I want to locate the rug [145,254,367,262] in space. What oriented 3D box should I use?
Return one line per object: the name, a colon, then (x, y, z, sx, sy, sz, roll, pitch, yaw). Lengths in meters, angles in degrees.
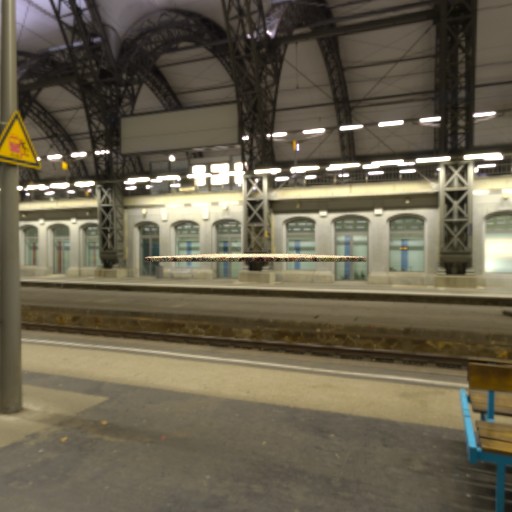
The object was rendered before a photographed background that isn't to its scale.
rug: (0.000, 0.000, 2.501, 0.688, 0.015, 2.292, 0, 1, 0)
